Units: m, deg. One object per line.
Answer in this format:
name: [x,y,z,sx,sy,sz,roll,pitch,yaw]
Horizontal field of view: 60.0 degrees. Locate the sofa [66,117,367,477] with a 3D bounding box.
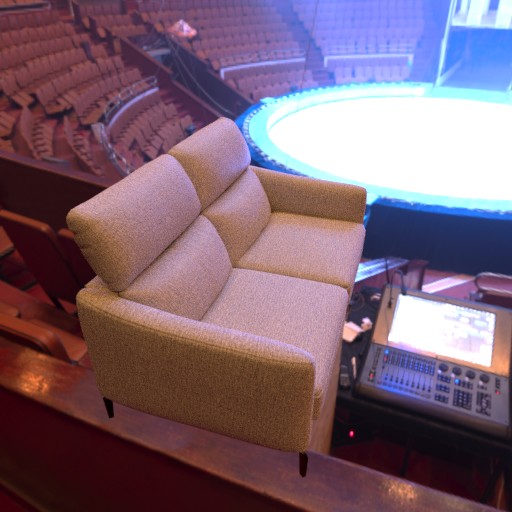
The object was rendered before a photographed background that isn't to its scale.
sofa: [0.000,0.000,2.085,0.905,0.950,1.540,10,32,16]
